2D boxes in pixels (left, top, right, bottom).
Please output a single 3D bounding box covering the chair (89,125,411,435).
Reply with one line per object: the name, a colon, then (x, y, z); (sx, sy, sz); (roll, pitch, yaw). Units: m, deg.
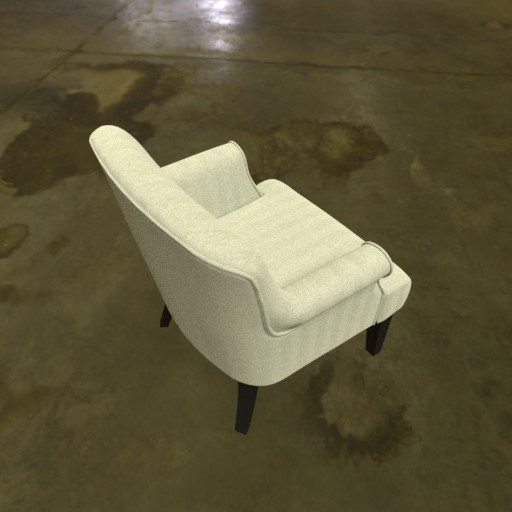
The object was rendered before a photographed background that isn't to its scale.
chair: (0.000, 0.000, 1.439); (0.750, 0.875, 0.781); (-27, 50, -25)
